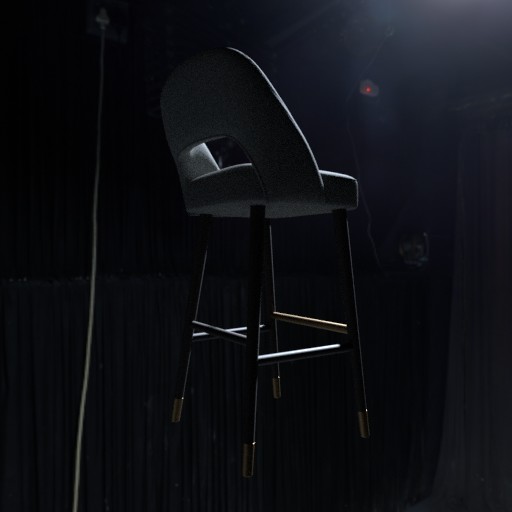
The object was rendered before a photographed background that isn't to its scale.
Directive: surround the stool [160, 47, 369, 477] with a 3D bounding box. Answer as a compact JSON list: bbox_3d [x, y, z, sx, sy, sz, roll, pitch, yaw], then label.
[{"bbox_3d":[0.000,0.000,1.380,0.524,1.089,0.536,0,0,-34],"label":"stool"}]
